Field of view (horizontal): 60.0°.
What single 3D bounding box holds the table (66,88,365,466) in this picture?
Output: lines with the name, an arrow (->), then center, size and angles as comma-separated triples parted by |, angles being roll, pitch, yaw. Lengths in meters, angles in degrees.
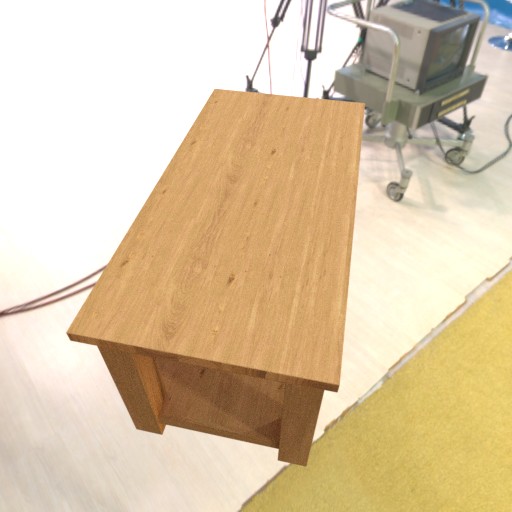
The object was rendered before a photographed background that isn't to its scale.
table -> 0.000, 0.000, 1.166 | 0.450, 0.452, 0.899 | 9, 47, 8
